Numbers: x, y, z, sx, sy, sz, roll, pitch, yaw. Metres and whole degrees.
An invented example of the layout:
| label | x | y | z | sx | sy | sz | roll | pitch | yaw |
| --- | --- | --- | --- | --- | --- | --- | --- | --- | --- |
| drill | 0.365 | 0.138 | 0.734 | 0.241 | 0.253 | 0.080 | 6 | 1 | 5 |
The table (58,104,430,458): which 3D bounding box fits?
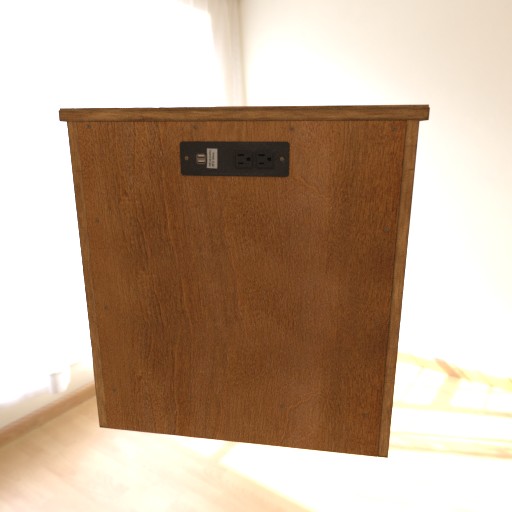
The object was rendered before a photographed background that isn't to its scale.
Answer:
| label | x | y | z | sx | sy | sz | roll | pitch | yaw |
| --- | --- | --- | --- | --- | --- | --- | --- | --- | --- |
| table | 0.000 | 0.000 | 1.018 | 0.601 | 0.625 | 0.494 | 2 | 16 | 9 |
